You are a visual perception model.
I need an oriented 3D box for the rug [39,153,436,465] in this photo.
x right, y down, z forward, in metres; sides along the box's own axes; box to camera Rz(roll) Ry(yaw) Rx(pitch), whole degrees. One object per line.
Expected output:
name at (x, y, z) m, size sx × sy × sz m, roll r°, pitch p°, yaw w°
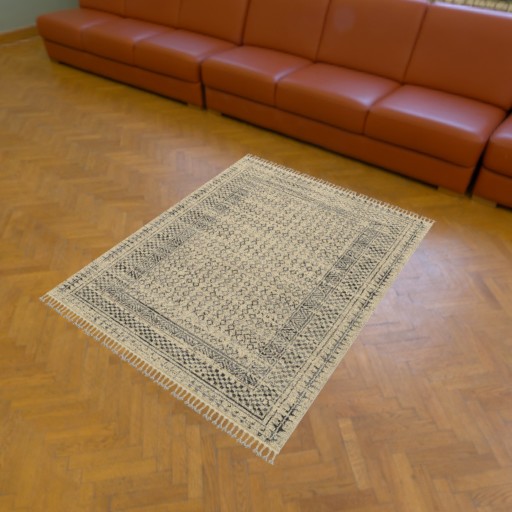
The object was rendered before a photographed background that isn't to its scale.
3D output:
rug at (0.000, 0.000, 4.005) m, size 2.312 × 0.013 × 2.940 m, roll 26°, pitch 48°, yaw 25°
